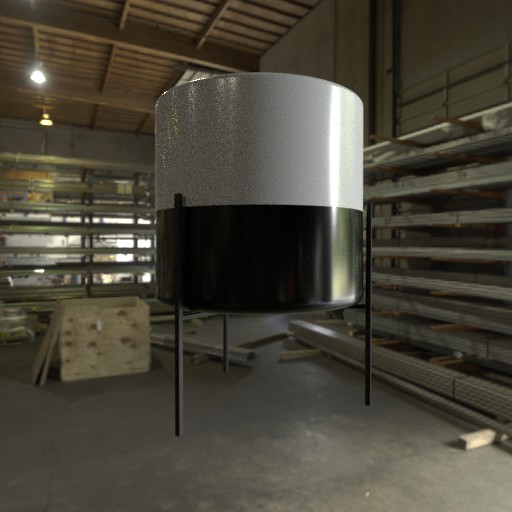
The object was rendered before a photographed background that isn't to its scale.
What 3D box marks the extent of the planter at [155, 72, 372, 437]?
[{"bbox_3d":[0.000,0.000,0.662,0.310,0.432,0.310,-1,2,-37],"label":"planter"}]
